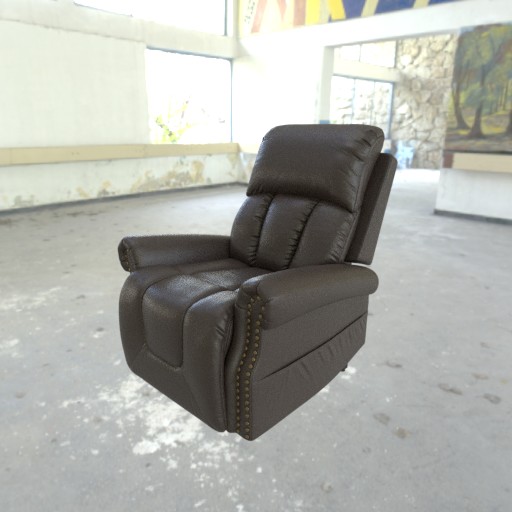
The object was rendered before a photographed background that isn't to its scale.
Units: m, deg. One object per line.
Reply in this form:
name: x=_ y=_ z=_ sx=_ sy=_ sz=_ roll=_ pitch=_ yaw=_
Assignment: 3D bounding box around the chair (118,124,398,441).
chair: x=0.000 y=0.000 z=1.796 sx=0.869 sy=1.028 sz=0.978 roll=15 pitch=22 yaw=42
